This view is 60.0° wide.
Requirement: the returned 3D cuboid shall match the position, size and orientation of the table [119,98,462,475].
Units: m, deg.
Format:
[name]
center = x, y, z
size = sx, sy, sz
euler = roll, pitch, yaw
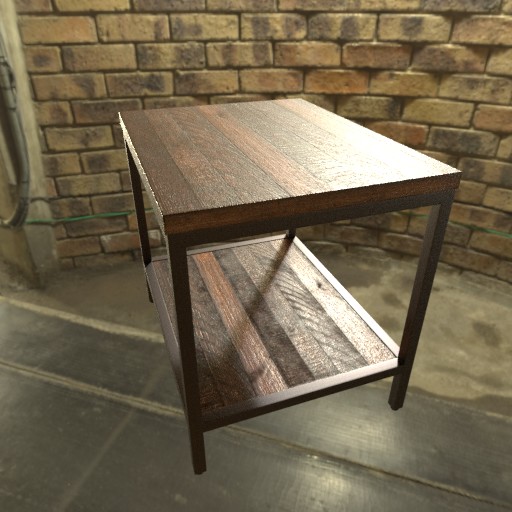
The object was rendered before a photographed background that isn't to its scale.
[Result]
[table]
center = 0.000, 0.000, 1.126
size = 0.524, 0.612, 0.678
euler = -10, 32, -17
